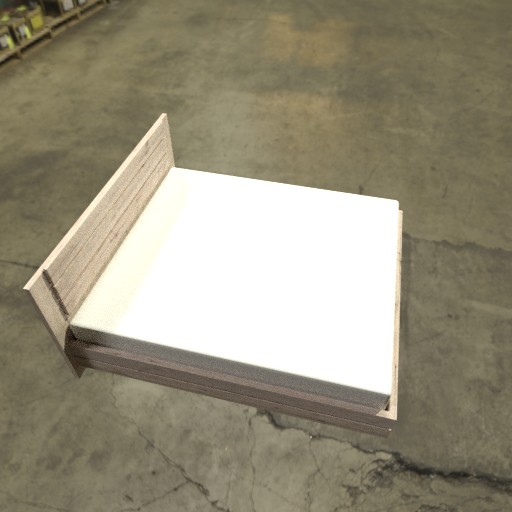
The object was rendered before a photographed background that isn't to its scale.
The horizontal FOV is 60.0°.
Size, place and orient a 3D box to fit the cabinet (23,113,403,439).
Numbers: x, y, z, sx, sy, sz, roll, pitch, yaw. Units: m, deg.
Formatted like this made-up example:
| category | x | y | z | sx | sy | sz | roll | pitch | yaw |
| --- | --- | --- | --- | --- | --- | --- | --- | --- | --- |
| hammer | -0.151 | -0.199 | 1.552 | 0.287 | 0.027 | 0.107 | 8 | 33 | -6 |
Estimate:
| category | x | y | z | sx | sy | sz | roll | pitch | yaw |
| --- | --- | --- | --- | --- | --- | --- | --- | --- | --- |
| cabinet | 0.000 | 0.000 | 3.185 | 2.080 | 0.970 | 1.950 | 10 | 47 | 10 |
